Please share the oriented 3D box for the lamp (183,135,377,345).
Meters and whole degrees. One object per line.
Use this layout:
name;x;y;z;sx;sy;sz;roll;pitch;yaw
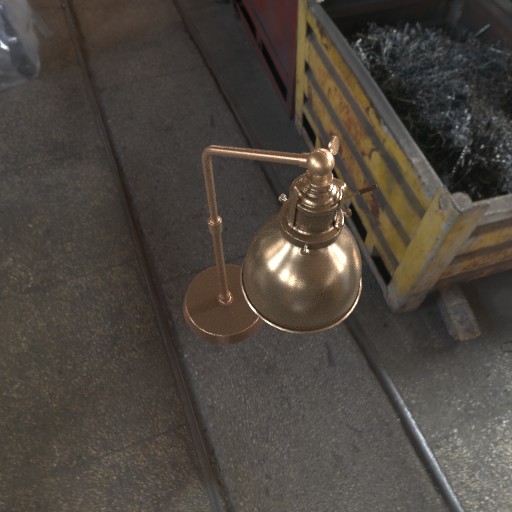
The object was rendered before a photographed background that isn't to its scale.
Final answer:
lamp;0.000;0.000;0.582;0.286;0.456;0.153;31;63;18
